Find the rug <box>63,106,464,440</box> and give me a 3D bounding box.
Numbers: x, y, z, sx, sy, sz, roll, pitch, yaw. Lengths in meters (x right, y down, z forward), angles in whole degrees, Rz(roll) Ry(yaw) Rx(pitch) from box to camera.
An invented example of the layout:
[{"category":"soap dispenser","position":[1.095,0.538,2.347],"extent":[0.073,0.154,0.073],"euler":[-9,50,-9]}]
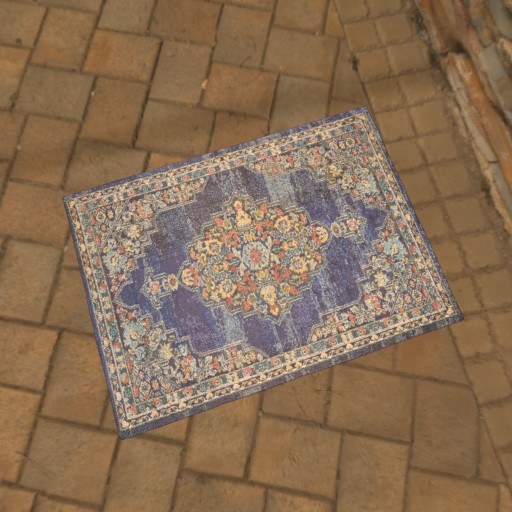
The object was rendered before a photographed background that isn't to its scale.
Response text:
[{"category":"rug","position":[0.000,0.000,2.896],"extent":[2.232,0.009,1.630],"euler":[-18,75,-5]}]
